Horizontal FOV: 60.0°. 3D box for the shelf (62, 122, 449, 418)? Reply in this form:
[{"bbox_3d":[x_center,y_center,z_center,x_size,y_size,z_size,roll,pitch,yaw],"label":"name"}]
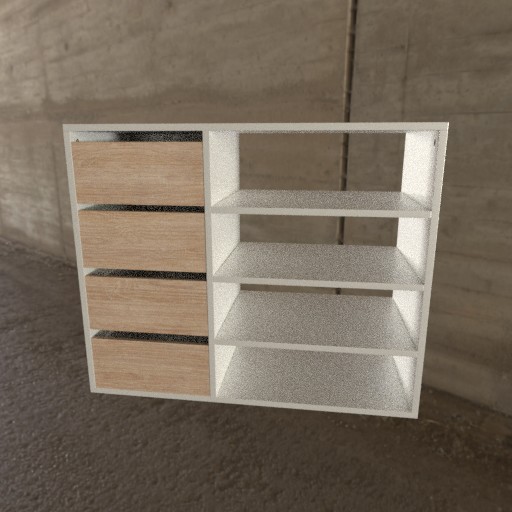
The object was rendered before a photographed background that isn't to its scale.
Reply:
[{"bbox_3d":[0.000,0.000,1.299,0.895,0.732,0.396,2,15,8],"label":"shelf"}]
